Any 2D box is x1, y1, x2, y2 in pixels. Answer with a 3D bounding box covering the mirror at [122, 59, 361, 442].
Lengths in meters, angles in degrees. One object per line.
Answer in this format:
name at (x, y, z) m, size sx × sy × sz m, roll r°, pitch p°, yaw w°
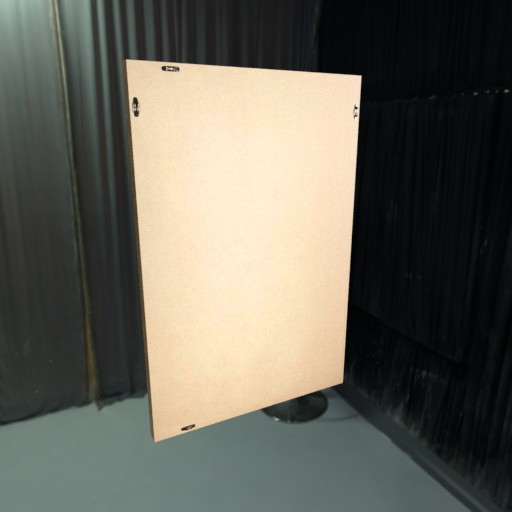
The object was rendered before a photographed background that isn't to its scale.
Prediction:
mirror at (0.000, 0.000, 1.170) m, size 0.609 × 0.915 × 0.041 m, roll -8°, pitch 18°, yaw -26°
